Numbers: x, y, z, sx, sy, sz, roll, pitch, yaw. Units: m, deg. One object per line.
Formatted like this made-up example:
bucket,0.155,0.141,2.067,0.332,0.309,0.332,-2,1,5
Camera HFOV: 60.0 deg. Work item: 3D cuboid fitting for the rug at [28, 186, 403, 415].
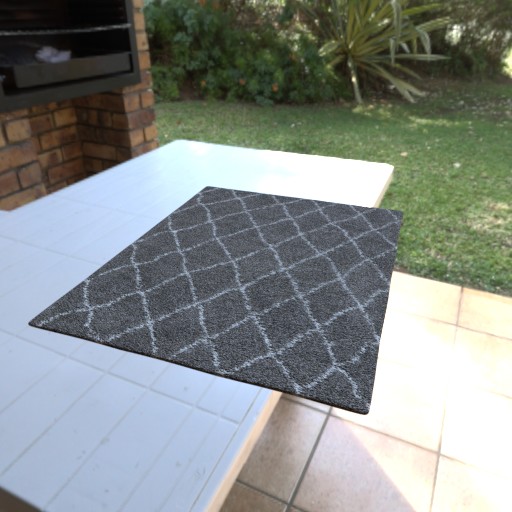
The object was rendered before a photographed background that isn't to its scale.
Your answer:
rug,0.000,0.000,4.098,2.438,0.029,3.047,10,31,17
